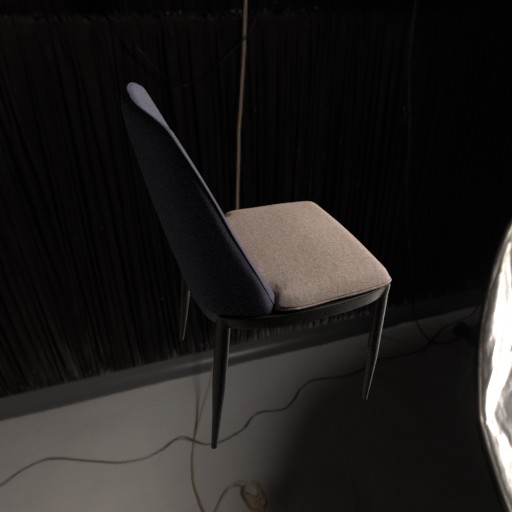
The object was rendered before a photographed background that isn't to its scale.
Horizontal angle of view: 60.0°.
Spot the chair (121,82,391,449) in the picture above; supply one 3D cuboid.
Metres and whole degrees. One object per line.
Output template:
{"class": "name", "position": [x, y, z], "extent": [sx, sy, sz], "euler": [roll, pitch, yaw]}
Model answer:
{"class": "chair", "position": [0.000, 0.000, 1.147], "extent": [0.551, 0.839, 0.480], "euler": [-11, 33, -16]}
